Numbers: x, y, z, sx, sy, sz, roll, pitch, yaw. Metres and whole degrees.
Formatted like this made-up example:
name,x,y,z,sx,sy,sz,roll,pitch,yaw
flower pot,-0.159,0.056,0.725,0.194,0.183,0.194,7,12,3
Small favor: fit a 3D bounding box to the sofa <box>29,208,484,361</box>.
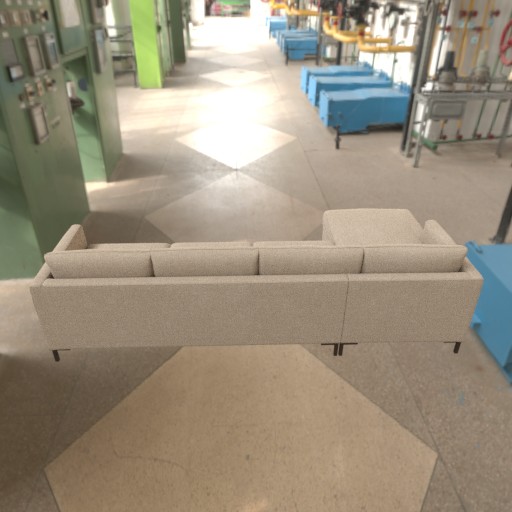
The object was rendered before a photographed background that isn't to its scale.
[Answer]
name,x,y,z,sx,sy,sz,roll,pitch,yaw
sofa,0.000,0.000,3.506,2.923,0.816,1.469,-1,31,-1
